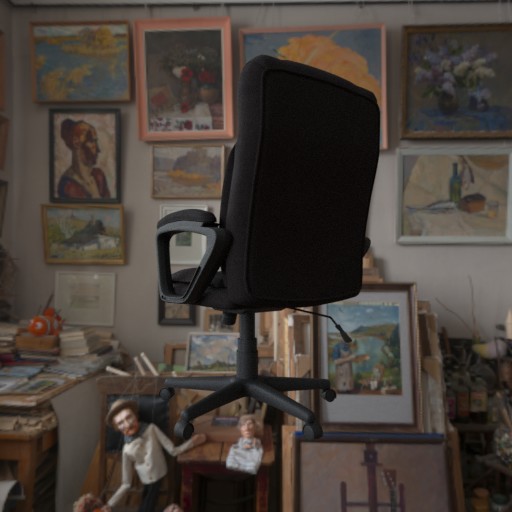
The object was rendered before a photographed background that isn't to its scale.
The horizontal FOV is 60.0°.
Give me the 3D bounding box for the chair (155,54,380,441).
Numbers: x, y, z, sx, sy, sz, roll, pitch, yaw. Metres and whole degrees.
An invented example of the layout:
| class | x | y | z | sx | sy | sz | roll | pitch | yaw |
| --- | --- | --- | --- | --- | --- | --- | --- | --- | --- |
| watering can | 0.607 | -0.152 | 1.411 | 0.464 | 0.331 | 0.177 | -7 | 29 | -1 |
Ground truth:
| class | x | y | z | sx | sy | sz | roll | pitch | yaw |
| --- | --- | --- | --- | --- | --- | --- | --- | --- | --- |
| chair | 0.000 | 0.000 | 1.564 | 0.667 | 1.105 | 0.724 | 0 | -1 | -36 |
